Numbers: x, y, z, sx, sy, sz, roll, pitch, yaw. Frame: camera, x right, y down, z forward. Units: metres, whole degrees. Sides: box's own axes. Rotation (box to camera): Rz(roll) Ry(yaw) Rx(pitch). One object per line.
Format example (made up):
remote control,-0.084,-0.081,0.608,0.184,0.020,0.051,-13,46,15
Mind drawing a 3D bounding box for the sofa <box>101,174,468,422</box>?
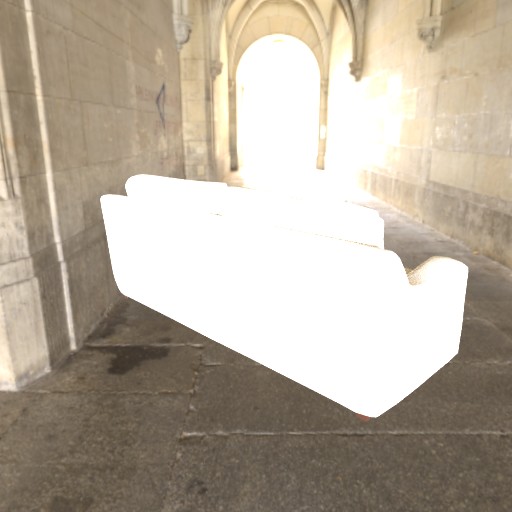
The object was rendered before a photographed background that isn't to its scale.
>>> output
sofa,0.000,0.000,3.027,1.009,1.022,2.470,-15,22,-42
